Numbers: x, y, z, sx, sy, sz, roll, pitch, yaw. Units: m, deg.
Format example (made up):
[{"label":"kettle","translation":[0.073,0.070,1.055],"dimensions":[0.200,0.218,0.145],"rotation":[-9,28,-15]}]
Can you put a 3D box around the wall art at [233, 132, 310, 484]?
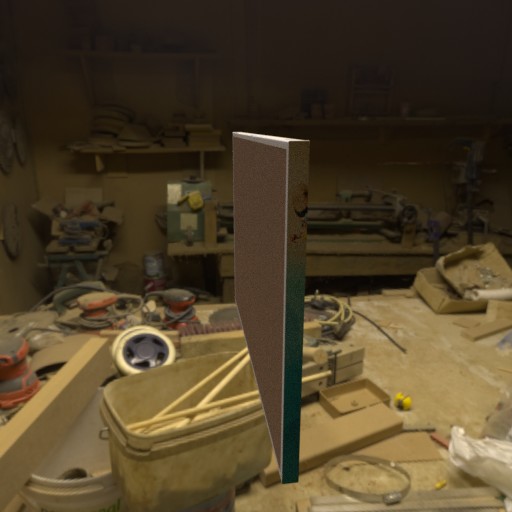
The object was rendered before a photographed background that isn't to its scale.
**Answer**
[{"label":"wall art","translation":[0.000,0.000,1.456],"dimensions":[0.040,0.769,1.136],"rotation":[-2,17,-8]}]
